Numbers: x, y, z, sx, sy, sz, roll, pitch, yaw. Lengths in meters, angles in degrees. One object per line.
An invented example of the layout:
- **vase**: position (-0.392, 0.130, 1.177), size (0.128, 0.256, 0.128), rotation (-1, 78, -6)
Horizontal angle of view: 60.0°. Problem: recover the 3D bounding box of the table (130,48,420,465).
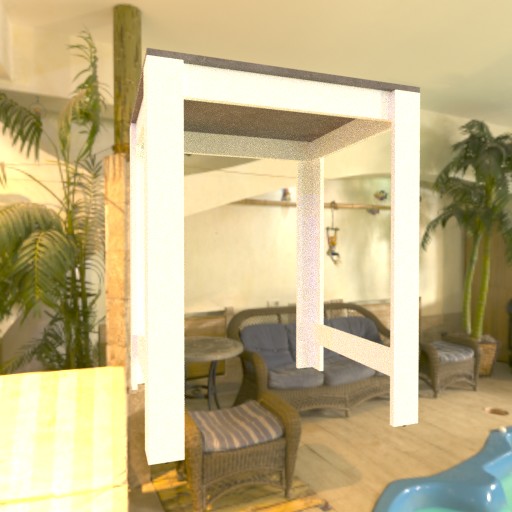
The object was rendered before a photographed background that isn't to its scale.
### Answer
- **table**: position (0.000, 0.000, 1.538), size (0.800, 1.020, 0.700), rotation (0, 1, -19)
